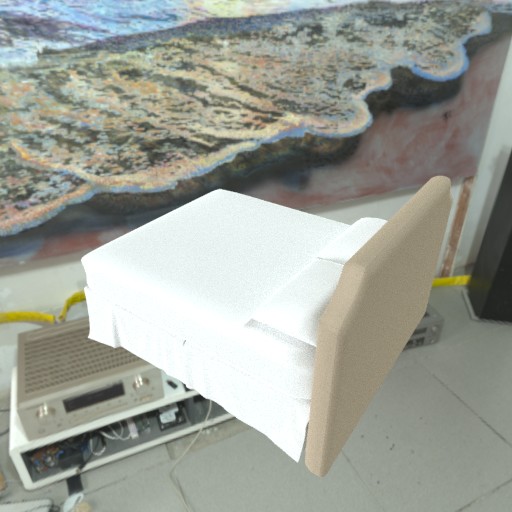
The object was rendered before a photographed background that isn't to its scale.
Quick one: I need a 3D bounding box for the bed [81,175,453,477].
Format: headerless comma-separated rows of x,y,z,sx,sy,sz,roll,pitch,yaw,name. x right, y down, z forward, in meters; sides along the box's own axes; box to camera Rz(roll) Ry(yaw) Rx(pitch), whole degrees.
0.000,0.000,3.303,2.204,1.301,1.828,20,37,30,bed
